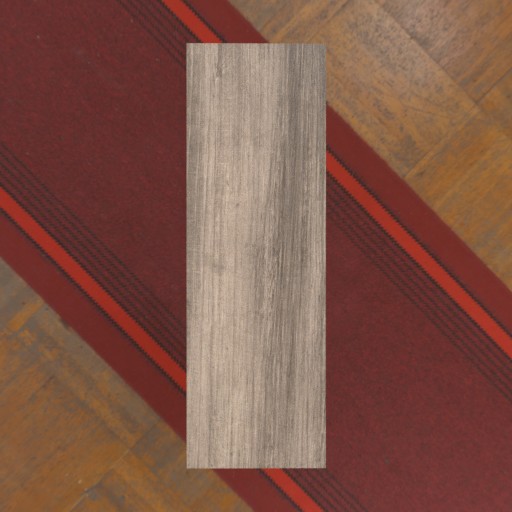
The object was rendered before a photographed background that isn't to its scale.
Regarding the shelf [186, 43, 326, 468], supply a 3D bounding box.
[{"bbox_3d":[0.000,0.000,0.698,0.200,0.125,0.610,0,90,0],"label":"shelf"}]
